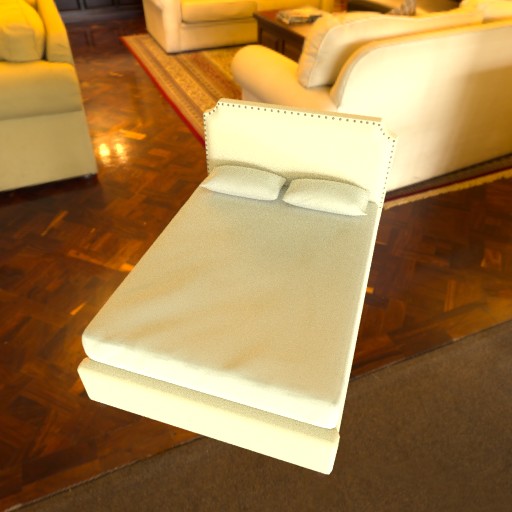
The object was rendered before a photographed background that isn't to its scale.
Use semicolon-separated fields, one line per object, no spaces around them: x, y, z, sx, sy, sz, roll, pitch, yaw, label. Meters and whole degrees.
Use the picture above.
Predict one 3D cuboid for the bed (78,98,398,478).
0.000;0.000;3.348;1.703;1.415;2.329;12;42;14;bed
